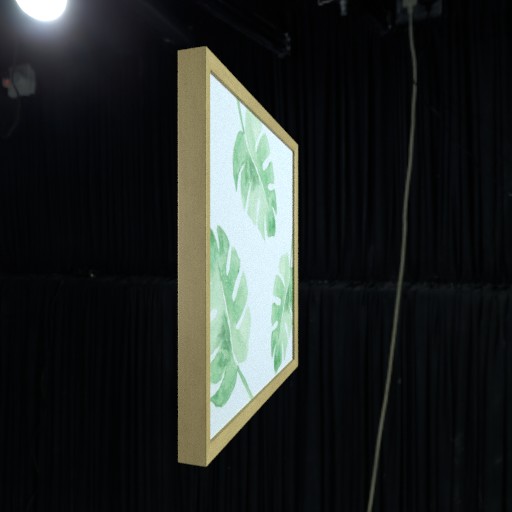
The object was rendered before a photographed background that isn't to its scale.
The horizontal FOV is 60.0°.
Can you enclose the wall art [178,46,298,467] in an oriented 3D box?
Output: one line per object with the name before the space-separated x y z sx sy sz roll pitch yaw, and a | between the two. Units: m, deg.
wall art | 0.000 0.000 0.781 0.038 0.508 0.508 0 0 18
